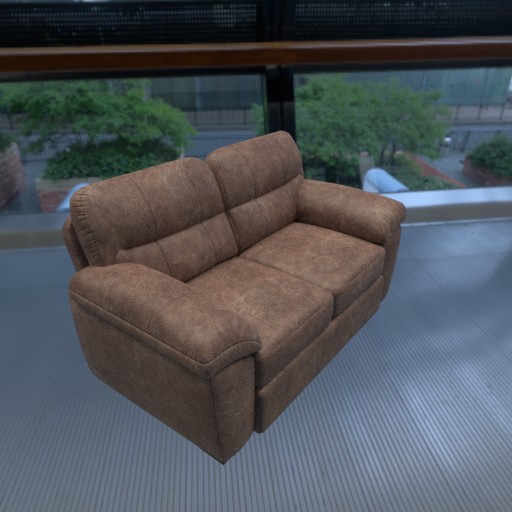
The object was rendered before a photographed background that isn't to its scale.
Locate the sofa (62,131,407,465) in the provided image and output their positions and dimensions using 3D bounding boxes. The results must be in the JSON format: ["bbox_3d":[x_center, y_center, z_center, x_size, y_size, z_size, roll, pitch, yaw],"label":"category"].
[{"bbox_3d":[0.000,0.000,2.337,0.991,0.991,1.753,19,33,33],"label":"sofa"}]
